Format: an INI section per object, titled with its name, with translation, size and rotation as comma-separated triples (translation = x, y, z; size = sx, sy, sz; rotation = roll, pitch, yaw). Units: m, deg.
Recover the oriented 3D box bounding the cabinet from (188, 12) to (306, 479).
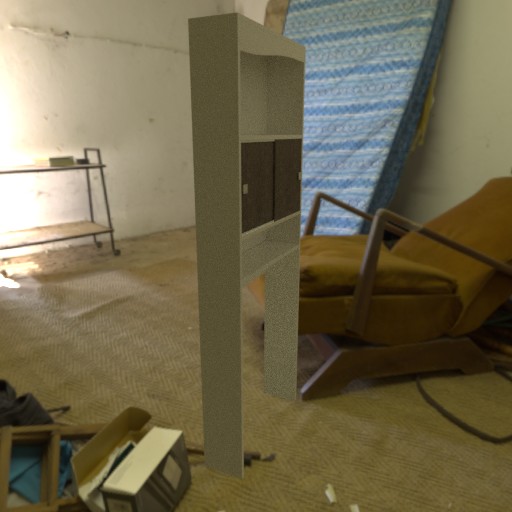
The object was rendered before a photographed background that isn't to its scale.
[cabinet]
translation = 0.000, 0.000, 1.945
size = 0.192, 1.770, 0.643
rotation = 7, 17, 25
